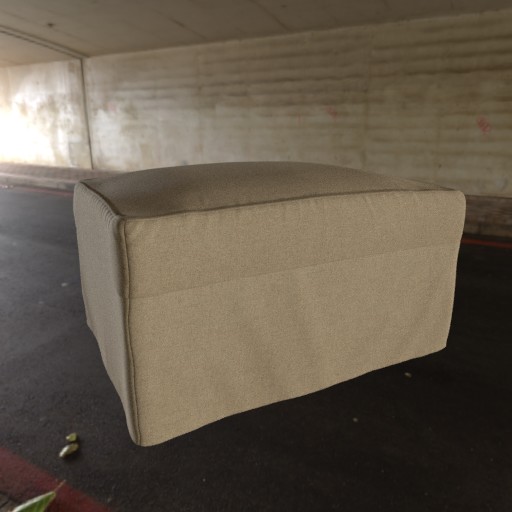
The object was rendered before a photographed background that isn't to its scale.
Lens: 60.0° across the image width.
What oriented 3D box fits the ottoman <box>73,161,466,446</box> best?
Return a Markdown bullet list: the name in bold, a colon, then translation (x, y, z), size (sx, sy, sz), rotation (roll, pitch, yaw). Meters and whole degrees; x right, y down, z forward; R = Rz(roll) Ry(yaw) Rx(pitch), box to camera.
- **ottoman**: translation (0.000, 0.000, 1.191), size (0.833, 0.485, 0.650), rotation (-9, 19, -27)
